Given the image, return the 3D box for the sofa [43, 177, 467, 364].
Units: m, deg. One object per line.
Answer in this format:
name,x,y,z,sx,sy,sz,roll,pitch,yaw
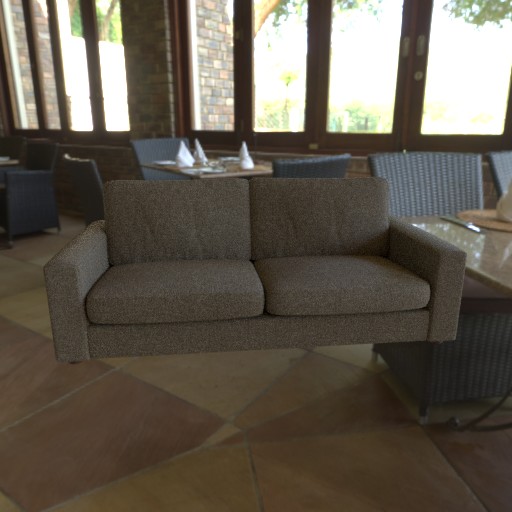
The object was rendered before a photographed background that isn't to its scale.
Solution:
sofa,0.000,0.000,2.719,2.179,0.873,1.016,-2,17,-6
